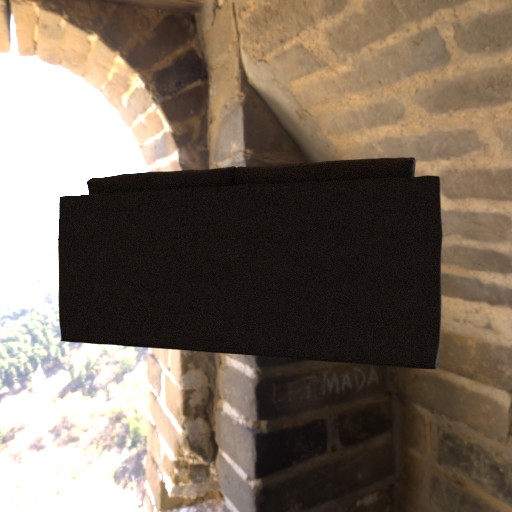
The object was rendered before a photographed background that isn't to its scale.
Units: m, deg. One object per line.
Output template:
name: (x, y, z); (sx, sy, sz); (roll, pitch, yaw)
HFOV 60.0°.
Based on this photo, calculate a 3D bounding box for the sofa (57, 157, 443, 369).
sofa: (0.000, 0.000, 2.372); (1.802, 0.854, 0.974); (0, 0, 19)
